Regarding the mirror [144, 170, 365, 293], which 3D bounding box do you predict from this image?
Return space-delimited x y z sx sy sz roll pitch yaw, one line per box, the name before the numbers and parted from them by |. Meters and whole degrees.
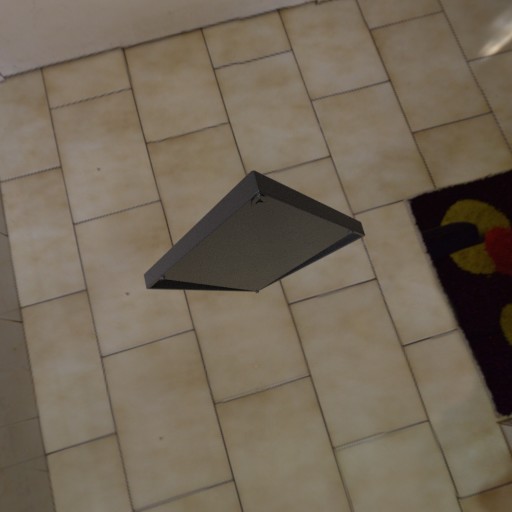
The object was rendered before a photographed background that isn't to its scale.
mirror | 0.000 0.000 0.826 0.419 0.679 0.032 -14 76 -3
